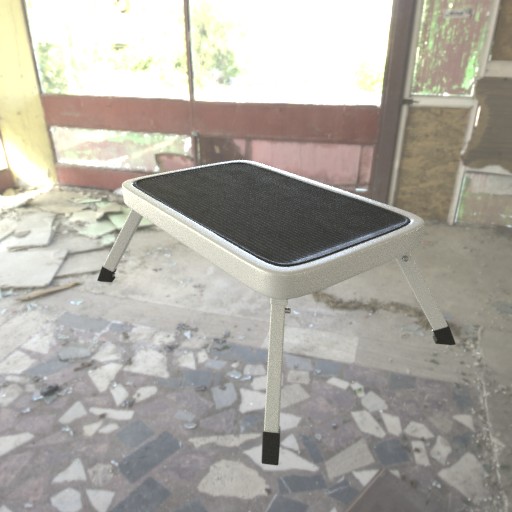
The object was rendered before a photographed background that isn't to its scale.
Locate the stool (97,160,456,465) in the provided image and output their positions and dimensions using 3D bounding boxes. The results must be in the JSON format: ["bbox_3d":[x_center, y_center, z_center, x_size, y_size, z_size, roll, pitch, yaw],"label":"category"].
[{"bbox_3d":[0.000,0.000,0.621,0.320,0.170,0.460,-18,31,-33],"label":"stool"}]
